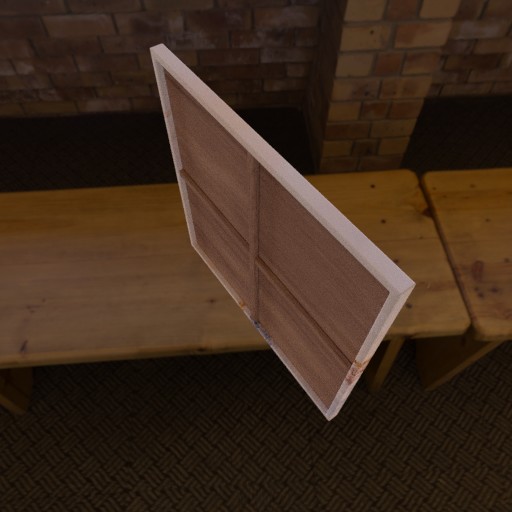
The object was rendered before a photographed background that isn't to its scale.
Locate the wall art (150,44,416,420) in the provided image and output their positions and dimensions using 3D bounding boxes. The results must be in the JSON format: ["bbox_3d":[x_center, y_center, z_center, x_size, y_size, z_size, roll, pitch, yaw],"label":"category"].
[{"bbox_3d":[0.000,0.000,1.322,0.038,0.889,0.889,-31,62,-19],"label":"wall art"}]
